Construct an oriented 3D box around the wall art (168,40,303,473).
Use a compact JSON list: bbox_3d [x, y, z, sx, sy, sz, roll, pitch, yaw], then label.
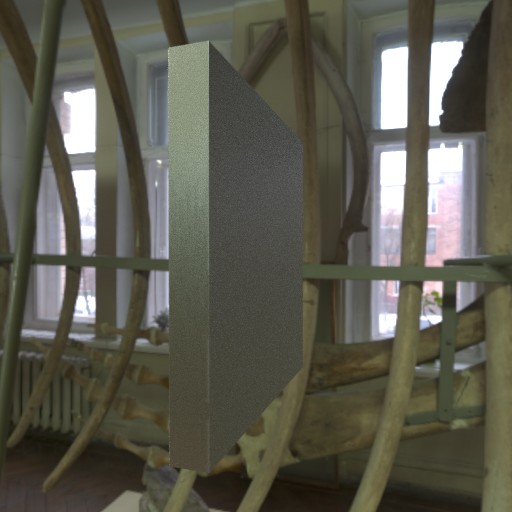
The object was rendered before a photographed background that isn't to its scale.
[{"bbox_3d":[0.000,0.000,0.530,0.038,0.350,0.350,0,1,18],"label":"wall art"}]
